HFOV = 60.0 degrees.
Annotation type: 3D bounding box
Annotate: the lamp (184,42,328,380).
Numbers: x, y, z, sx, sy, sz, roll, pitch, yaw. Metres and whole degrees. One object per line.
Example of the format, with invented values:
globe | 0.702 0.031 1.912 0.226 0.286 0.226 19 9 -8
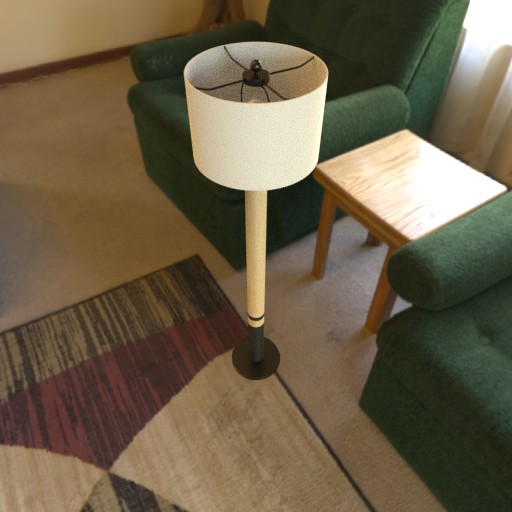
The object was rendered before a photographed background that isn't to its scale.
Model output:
lamp | 0.000 0.000 1.692 0.381 1.478 0.381 32 54 27
